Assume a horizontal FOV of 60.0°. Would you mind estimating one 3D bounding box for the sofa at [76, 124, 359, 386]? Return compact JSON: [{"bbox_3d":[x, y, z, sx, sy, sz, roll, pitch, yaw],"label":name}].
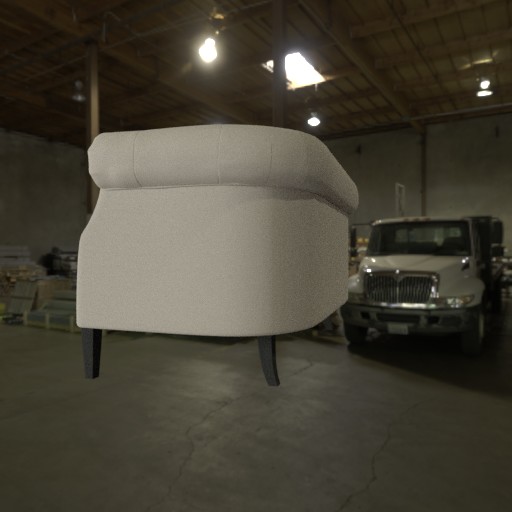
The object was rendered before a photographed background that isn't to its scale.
[{"bbox_3d":[0.000,0.000,2.032,0.835,0.827,1.558,0,0,19],"label":"sofa"}]
